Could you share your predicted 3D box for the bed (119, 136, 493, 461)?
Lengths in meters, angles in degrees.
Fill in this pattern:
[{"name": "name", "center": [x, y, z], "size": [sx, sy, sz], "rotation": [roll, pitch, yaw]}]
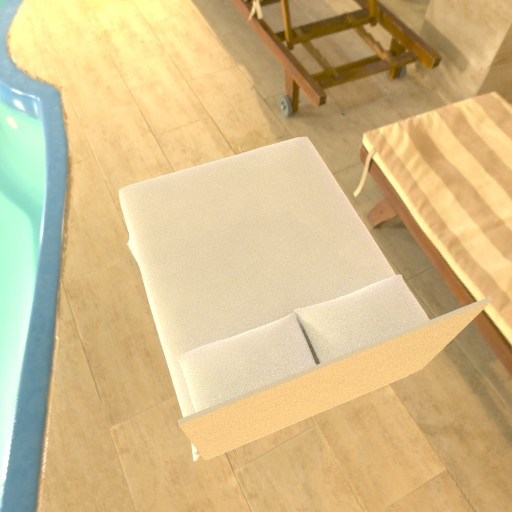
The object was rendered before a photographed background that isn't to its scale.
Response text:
[{"name": "bed", "center": [0.000, 0.000, 3.096], "size": [1.745, 1.335, 2.094], "rotation": [-18, 60, -11]}]
